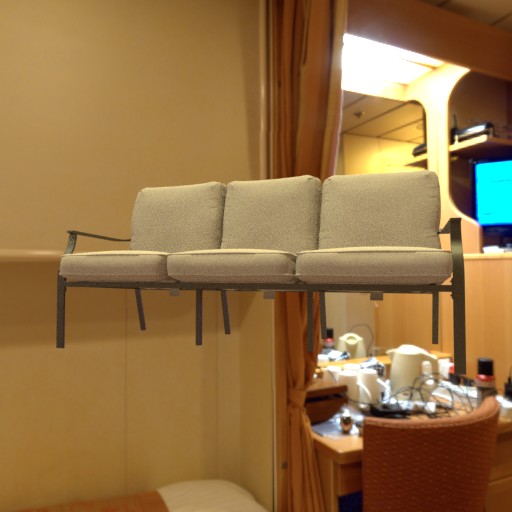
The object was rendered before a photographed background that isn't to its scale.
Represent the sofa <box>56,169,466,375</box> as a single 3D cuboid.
[{"bbox_3d":[0.000,0.000,2.127,1.740,0.860,0.787,-1,-2,18],"label":"sofa"}]
